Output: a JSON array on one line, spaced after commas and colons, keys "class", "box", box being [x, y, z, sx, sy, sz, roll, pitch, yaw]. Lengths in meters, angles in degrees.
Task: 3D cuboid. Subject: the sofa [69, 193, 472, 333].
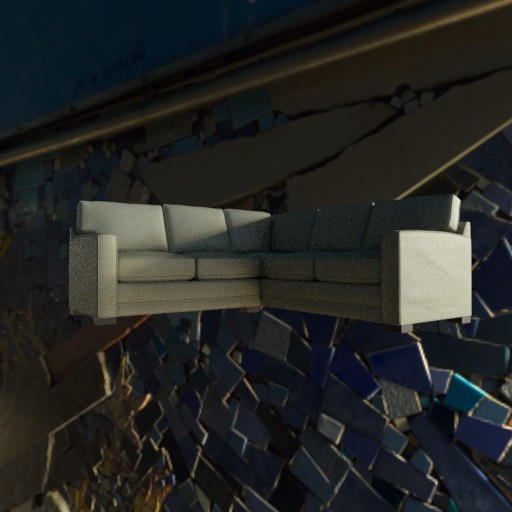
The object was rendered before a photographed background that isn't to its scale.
[{"class": "sofa", "box": [0.000, 0.000, 3.360, 2.188, 0.936, 2.211, 0, -1, -36]}]
